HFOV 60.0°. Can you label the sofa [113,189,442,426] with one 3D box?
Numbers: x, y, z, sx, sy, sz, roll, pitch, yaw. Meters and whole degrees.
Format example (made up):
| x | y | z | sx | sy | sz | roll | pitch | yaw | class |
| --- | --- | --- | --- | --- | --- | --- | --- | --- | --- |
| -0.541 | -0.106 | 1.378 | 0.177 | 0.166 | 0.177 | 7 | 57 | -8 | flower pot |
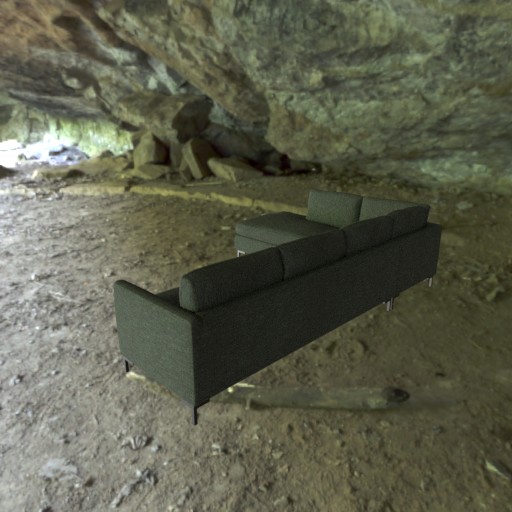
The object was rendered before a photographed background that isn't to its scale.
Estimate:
| x | y | z | sx | sy | sz | roll | pitch | yaw | class |
| --- | --- | --- | --- | --- | --- | --- | --- | --- | --- |
| 0.000 | 0.000 | 3.860 | 2.007 | 0.815 | 2.949 | 17 | 24 | 42 | sofa |
